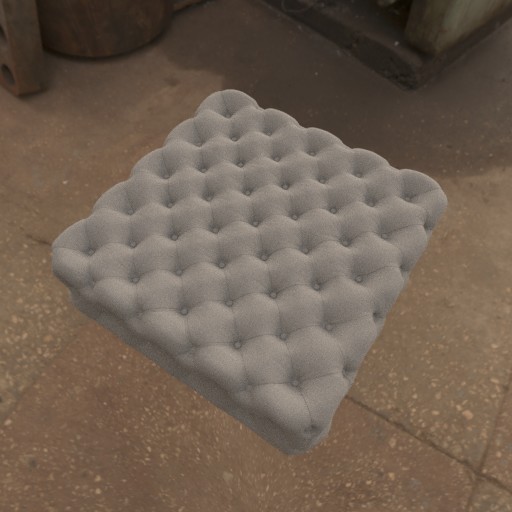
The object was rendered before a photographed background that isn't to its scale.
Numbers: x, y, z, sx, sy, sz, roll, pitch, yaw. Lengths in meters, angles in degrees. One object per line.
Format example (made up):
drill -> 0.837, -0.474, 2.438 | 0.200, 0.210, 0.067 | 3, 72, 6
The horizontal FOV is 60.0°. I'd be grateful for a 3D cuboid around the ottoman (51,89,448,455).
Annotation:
ottoman -> 0.000, 0.000, 1.450 | 0.917, 0.439, 0.911 | 29, 63, 17
